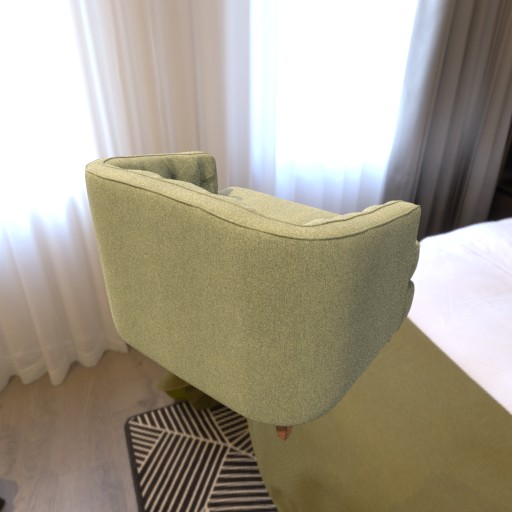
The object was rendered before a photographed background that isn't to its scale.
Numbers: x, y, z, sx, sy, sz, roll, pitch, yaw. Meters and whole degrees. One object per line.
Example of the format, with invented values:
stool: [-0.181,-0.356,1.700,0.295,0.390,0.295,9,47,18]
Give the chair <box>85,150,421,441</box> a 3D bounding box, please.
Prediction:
chair: [0.000,0.000,1.783,1.094,0.852,0.945,21,36,31]
